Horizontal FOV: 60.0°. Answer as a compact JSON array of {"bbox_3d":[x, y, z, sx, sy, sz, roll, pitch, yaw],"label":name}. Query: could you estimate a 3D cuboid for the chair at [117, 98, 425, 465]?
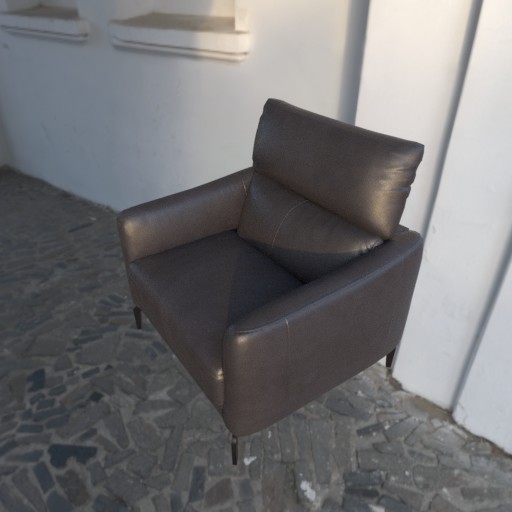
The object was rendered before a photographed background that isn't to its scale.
[{"bbox_3d":[0.000,0.000,1.699,0.809,0.949,0.976,-20,38,-29],"label":"chair"}]
